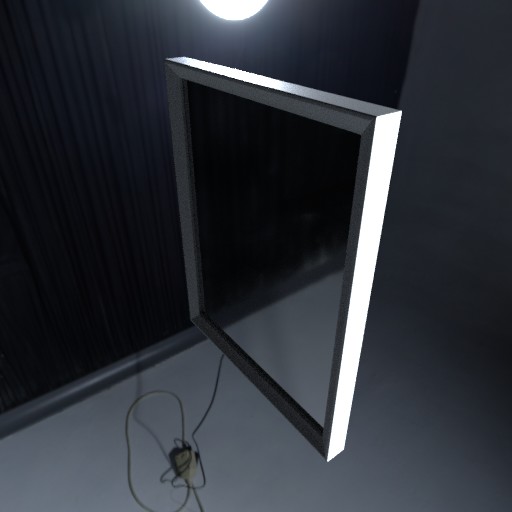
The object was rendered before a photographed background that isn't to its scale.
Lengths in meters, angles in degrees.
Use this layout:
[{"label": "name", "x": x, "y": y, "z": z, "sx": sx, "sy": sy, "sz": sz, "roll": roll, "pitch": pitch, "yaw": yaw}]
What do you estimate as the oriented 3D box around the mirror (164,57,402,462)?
[{"label": "mirror", "x": 0.000, "y": 0.000, "z": 0.673, "sx": 0.041, "sy": 0.509, "sz": 0.406, "roll": -22, "pitch": 38, "yaw": -31}]
